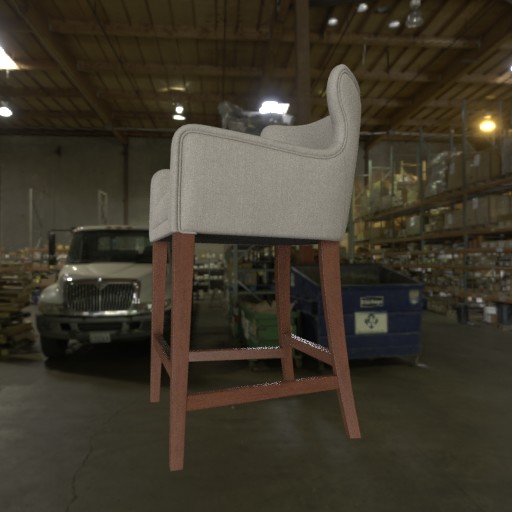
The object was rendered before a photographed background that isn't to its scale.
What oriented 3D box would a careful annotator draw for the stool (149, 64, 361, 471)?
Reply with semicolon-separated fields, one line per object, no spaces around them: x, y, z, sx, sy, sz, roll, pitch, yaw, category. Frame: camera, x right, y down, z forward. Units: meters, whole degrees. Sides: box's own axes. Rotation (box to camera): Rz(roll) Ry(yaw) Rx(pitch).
0.000;0.000;1.312;0.575;0.951;0.575;0;-1;-18;stool
